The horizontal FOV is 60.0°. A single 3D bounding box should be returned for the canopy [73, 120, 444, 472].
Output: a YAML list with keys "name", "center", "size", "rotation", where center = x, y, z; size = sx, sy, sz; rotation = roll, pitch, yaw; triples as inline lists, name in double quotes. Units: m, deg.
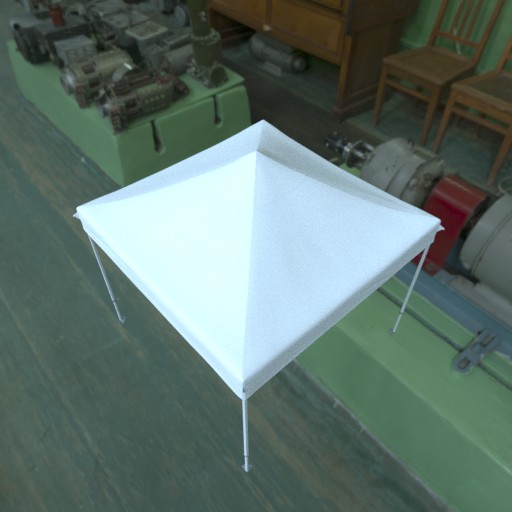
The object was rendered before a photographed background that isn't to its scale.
- name: "canopy"
  center: [0.000, 0.000, 5.450]
  size: [2.996, 2.998, 2.994]
  rotation: [-33, 55, -27]
